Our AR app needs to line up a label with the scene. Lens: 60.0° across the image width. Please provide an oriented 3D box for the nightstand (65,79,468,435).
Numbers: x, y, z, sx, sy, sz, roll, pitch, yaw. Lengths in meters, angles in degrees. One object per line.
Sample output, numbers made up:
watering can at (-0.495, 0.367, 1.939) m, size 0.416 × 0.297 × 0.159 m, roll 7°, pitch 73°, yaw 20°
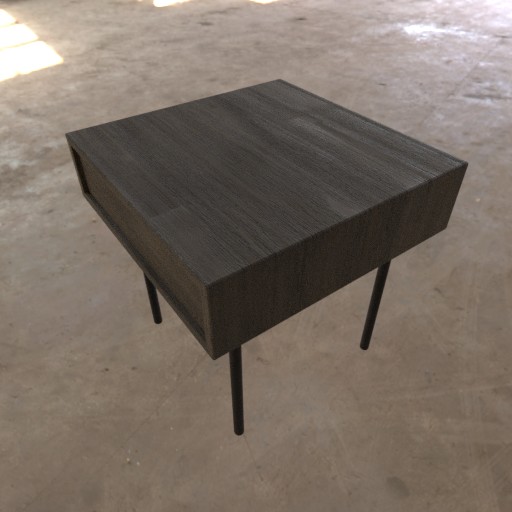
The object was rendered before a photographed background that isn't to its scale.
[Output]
nightstand at (0.000, 0.000, 0.929) m, size 0.503 × 0.497 × 0.502 m, roll -25°, pitch 46°, yaw -27°
